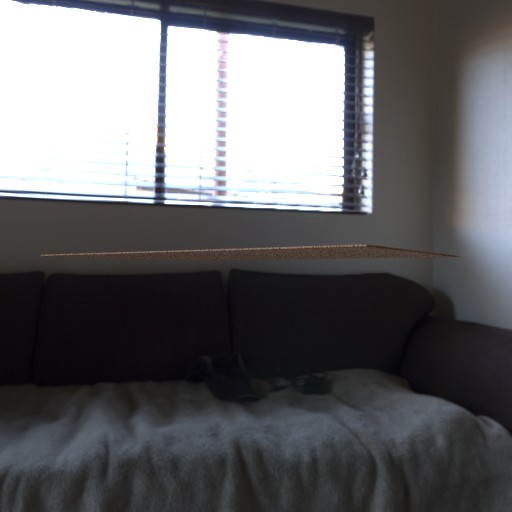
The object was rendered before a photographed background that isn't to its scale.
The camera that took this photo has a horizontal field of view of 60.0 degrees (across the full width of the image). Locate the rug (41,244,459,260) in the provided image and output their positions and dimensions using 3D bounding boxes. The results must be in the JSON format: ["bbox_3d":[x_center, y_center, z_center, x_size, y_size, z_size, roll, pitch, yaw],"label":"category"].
[{"bbox_3d":[0.000,0.000,4.097,3.048,0.013,2.439,-1,-2,34],"label":"rug"}]
